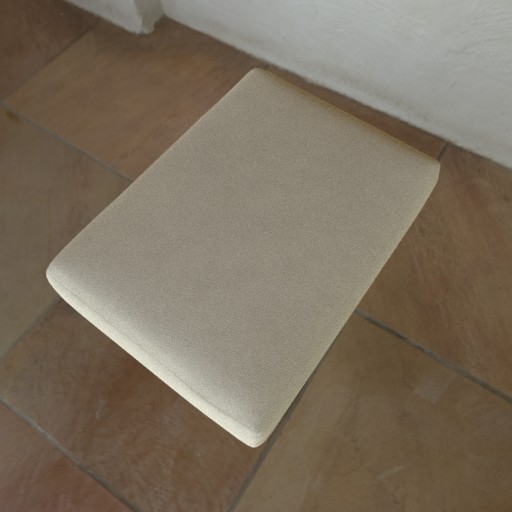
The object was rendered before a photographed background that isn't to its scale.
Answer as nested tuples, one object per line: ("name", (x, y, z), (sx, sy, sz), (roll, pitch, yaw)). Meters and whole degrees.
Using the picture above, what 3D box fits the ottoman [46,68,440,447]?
("ottoman", (0.000, 0.000, 1.150), (0.569, 0.504, 0.773), (33, 68, 15))
